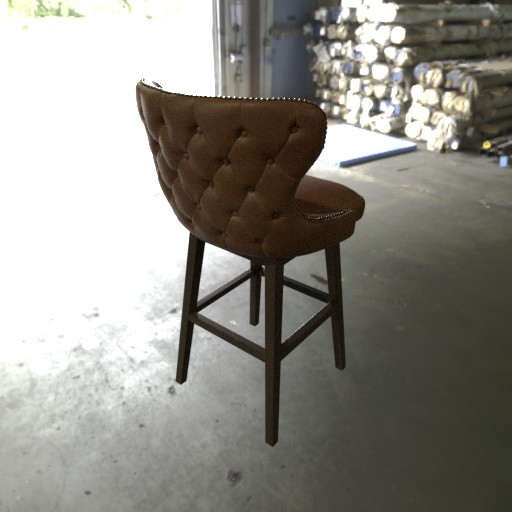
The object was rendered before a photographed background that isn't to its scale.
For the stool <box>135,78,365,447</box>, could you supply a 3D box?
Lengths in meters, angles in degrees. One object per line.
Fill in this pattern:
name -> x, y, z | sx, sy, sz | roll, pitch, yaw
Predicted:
stool -> 0.000, 0.000, 1.447 | 0.591, 1.087, 0.606 | 21, 36, 33
